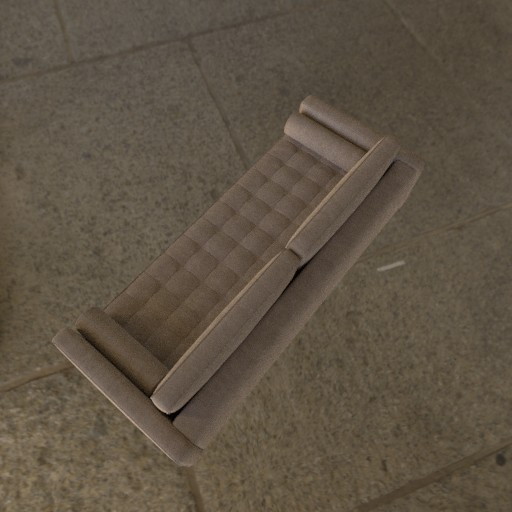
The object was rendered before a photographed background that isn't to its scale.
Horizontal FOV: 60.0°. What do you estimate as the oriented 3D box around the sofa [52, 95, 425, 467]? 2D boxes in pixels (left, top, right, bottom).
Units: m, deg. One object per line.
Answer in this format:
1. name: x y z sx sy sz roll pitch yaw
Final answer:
1. sofa: 0.000 0.000 2.623 0.919 0.770 2.200 36 69 17
